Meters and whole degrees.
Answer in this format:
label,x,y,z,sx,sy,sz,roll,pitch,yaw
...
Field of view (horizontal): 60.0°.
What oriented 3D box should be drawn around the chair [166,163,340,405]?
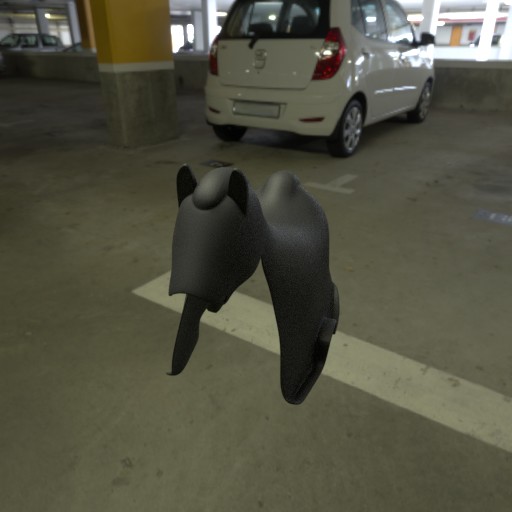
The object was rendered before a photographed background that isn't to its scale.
label,x,y,z,sx,sy,sz,roll,pitch,yaw
chair,0.000,0.000,1.170,0.429,0.612,0.800,8,27,16
